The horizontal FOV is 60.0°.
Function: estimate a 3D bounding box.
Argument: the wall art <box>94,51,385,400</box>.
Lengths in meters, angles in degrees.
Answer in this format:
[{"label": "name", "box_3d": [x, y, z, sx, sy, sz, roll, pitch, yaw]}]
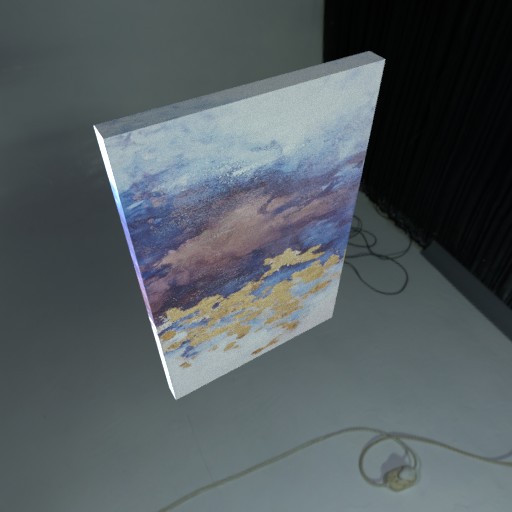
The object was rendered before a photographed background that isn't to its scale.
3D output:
[{"label": "wall art", "box_3d": [0.000, 0.000, 1.119, 0.583, 0.874, 0.048, -24, 50, -21]}]
